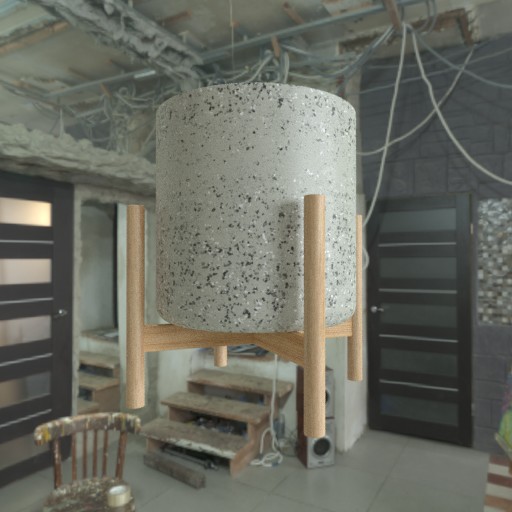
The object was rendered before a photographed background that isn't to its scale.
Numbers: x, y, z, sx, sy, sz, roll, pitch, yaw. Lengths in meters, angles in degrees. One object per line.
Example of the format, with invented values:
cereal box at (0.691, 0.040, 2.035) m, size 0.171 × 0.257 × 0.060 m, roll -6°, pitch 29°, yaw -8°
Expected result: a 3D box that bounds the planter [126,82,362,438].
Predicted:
planter at (0.000, 0.000, 0.688) m, size 0.360 × 0.419 × 0.360 m, roll 0°, pitch 0°, yaw 0°
